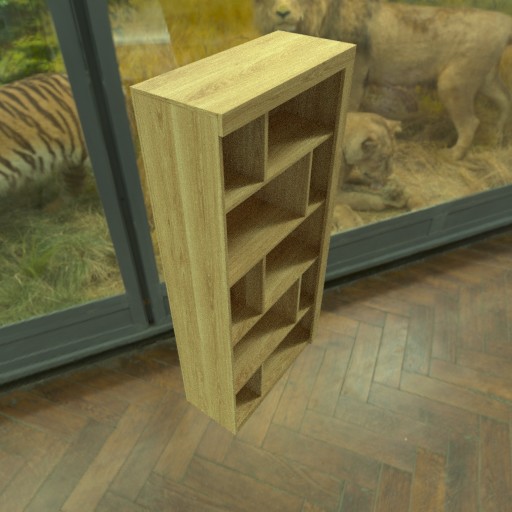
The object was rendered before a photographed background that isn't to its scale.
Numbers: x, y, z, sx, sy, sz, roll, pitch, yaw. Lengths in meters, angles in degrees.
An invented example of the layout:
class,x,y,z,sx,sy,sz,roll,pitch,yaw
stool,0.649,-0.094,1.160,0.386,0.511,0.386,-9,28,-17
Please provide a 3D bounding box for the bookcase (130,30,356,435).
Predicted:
class,x,y,z,sx,sy,sz,roll,pitch,yaw
bookcase,0.000,0.000,2.424,0.420,2.020,0.950,25,46,27
